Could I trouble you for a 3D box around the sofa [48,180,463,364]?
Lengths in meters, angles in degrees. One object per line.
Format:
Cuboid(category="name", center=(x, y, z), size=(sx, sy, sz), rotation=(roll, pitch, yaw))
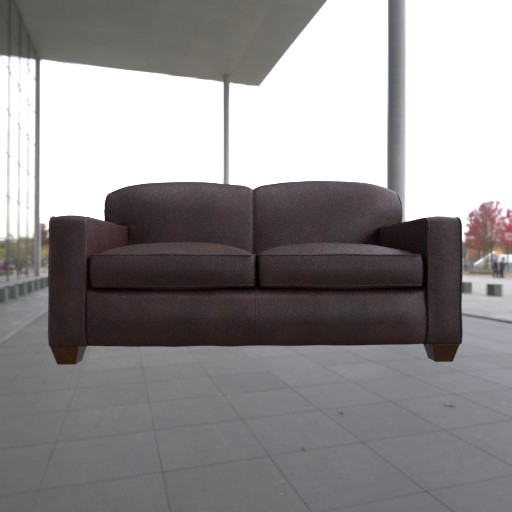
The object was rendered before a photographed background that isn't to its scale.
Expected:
Cuboid(category="sofa", center=(0.000, 0.000, 2.408), size=(1.856, 0.966, 1.000), rotation=(0, -1, -2))
